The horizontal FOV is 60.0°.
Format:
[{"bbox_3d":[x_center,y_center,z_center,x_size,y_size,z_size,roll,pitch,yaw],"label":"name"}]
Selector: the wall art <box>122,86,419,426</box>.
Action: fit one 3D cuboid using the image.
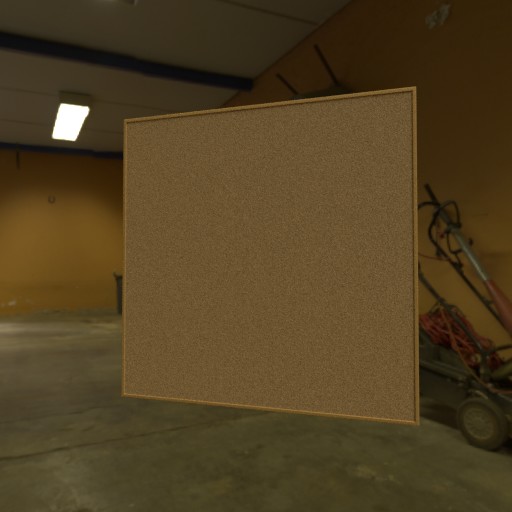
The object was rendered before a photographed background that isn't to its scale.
[{"bbox_3d":[0.000,0.000,0.959,0.657,0.655,0.014,0,-2,17],"label":"wall art"}]
